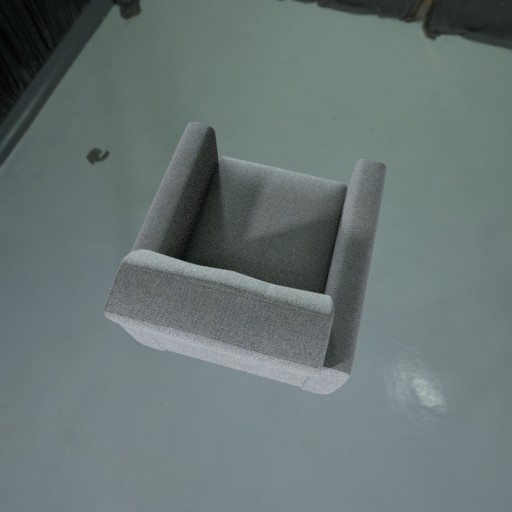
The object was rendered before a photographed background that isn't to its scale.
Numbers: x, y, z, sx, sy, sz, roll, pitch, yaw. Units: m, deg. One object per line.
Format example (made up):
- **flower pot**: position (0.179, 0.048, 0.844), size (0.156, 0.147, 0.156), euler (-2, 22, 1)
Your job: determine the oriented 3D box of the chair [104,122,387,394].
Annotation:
- **chair**: position (0.000, 0.000, 1.728), size (0.845, 0.968, 0.942), euler (14, 66, 6)
